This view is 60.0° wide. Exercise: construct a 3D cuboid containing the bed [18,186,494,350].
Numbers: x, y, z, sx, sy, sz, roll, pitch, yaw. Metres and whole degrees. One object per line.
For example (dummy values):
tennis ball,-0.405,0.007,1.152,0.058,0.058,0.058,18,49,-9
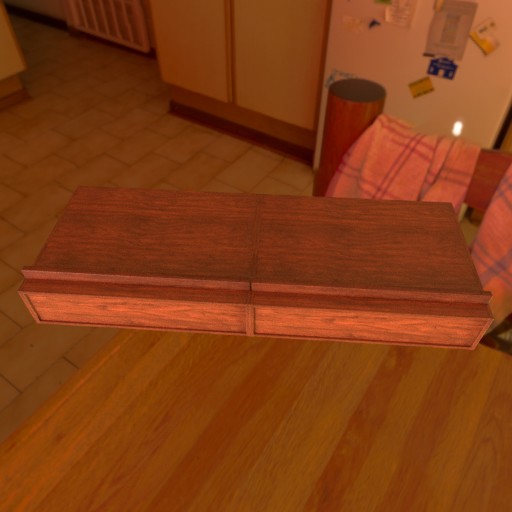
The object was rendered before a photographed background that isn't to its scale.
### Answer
bed,0.000,0.000,2.258,2.057,0.326,0.787,3,46,3
